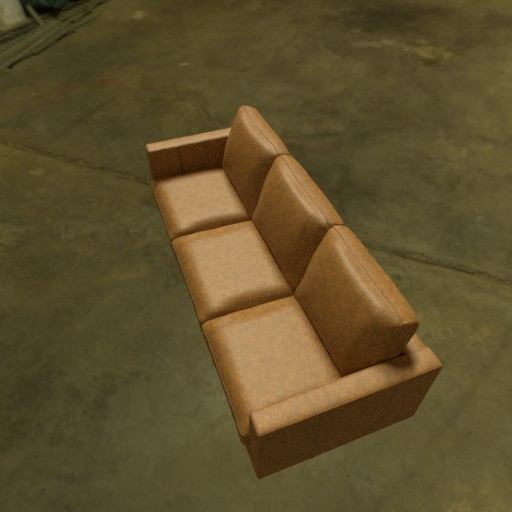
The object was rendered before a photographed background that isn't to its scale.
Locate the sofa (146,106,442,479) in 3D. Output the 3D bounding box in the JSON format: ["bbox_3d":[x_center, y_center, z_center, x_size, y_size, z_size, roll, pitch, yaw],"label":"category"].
[{"bbox_3d":[0.000,0.000,2.704,0.903,0.930,2.231,-16,48,-14],"label":"sofa"}]
